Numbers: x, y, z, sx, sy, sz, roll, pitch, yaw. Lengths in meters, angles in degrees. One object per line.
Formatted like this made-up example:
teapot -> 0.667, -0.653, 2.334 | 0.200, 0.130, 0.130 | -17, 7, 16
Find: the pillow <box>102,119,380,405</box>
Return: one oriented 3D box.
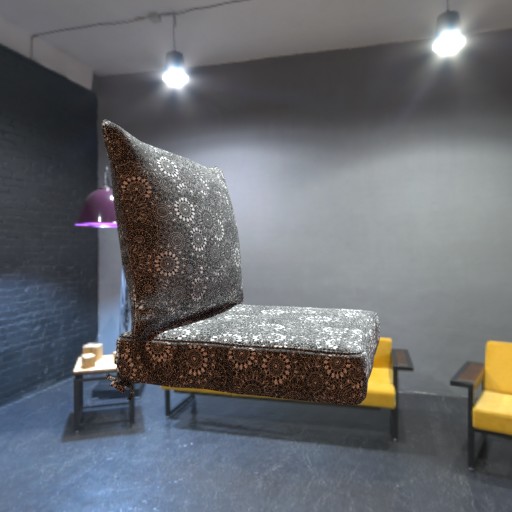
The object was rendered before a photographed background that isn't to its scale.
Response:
pillow -> 0.000, 0.000, 1.413 | 0.740, 0.722, 0.798 | 0, 1, 18
